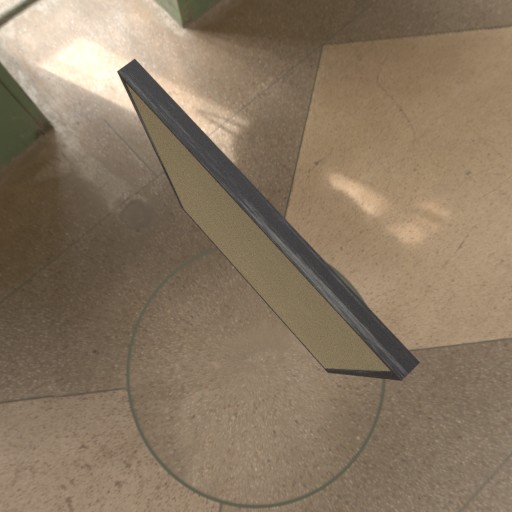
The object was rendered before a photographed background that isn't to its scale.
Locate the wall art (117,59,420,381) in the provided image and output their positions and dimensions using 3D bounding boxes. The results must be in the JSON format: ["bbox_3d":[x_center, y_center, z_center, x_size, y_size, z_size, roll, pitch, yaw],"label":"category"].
[{"bbox_3d":[0.000,0.000,1.155,0.043,0.758,0.762,-40,80,-9],"label":"wall art"}]
